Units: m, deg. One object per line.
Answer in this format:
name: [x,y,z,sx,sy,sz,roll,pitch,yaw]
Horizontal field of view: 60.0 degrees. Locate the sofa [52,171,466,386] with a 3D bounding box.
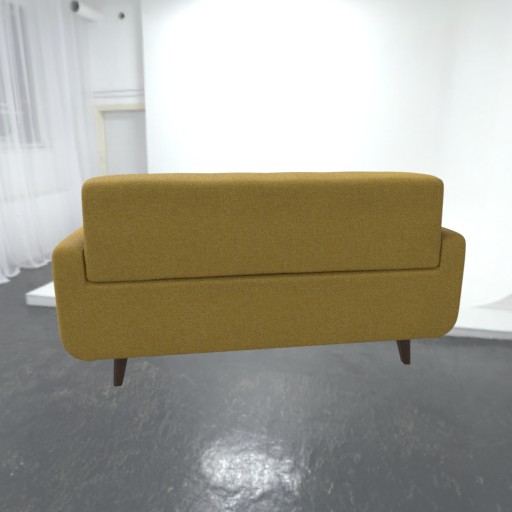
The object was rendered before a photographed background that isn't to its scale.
sofa: [0.000,0.000,2.166,1.631,0.841,0.909,-2,14,-8]
